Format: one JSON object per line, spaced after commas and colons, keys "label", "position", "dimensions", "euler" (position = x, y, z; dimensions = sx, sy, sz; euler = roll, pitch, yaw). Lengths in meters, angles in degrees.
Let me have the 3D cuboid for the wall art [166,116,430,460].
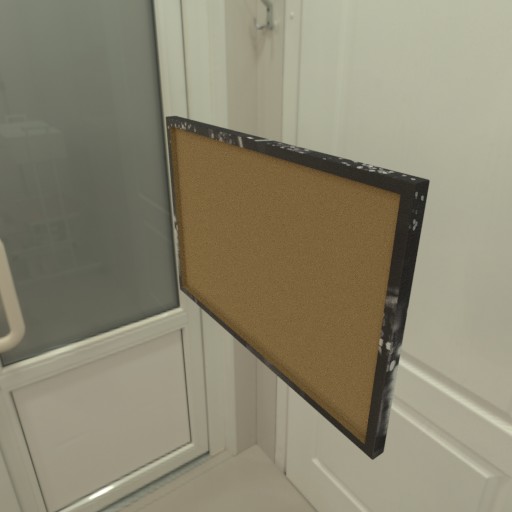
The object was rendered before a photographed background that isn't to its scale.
{"label": "wall art", "position": [0.000, 0.000, 1.167], "dimensions": [0.038, 0.609, 0.914], "euler": [-17, 30, -32]}
